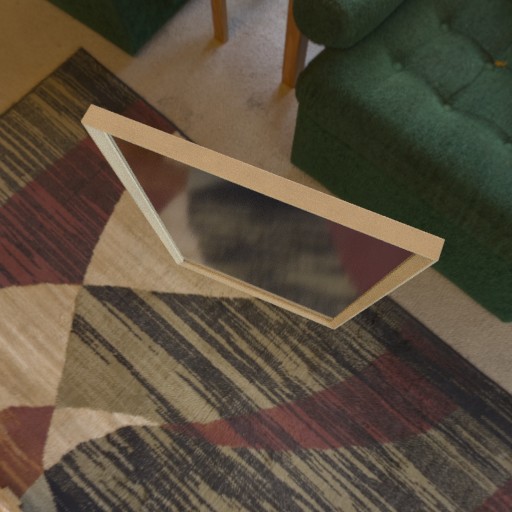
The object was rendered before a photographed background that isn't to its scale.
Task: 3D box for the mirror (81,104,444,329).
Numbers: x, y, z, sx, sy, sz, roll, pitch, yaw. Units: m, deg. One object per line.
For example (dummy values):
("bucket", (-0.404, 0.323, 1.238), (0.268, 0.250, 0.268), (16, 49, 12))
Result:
("mirror", (0.000, 0.000, 1.141), (0.609, 0.915, 0.041), (22, 75, 6))
